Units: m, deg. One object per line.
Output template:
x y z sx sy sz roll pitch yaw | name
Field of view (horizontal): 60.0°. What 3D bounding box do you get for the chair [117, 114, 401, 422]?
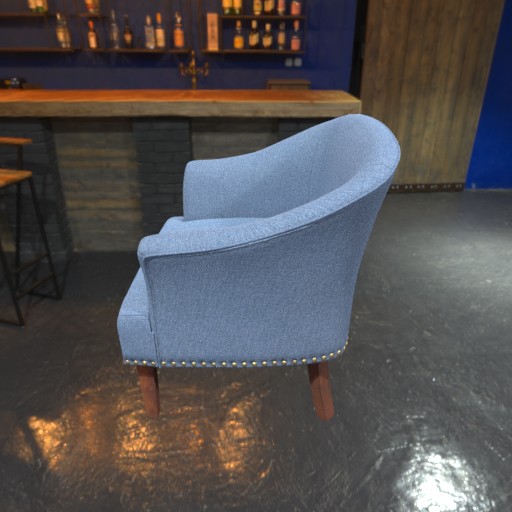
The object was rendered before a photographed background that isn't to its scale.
0.000 0.000 1.394 0.704 0.815 0.772 1 26 1 | chair
